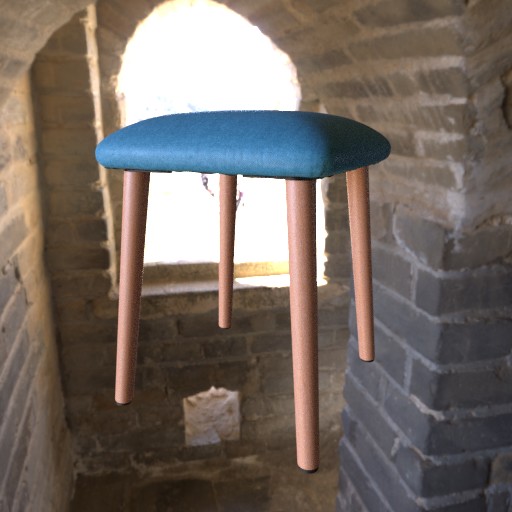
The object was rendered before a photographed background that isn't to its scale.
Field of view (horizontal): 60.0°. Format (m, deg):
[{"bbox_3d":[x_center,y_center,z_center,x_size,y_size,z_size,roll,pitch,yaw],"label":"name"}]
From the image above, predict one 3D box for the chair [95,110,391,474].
[{"bbox_3d":[0.000,0.000,0.722,0.360,0.450,0.360,8,18,26],"label":"chair"}]
